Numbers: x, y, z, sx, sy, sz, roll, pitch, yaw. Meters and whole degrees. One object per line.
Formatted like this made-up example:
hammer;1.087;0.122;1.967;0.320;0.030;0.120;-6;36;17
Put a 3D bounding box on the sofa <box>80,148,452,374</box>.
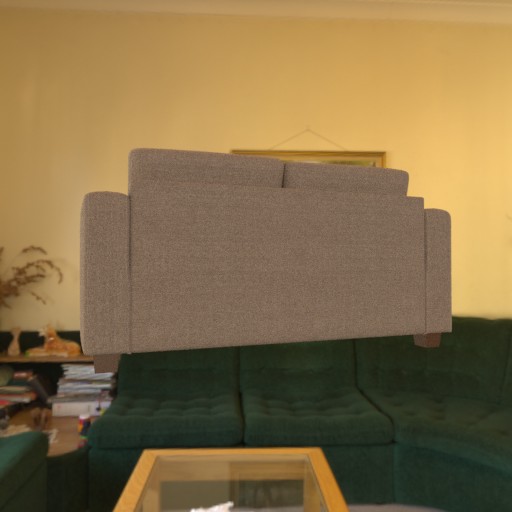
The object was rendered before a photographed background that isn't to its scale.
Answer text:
sofa;0.000;0.000;2.088;1.520;0.800;0.900;0;-1;-20
